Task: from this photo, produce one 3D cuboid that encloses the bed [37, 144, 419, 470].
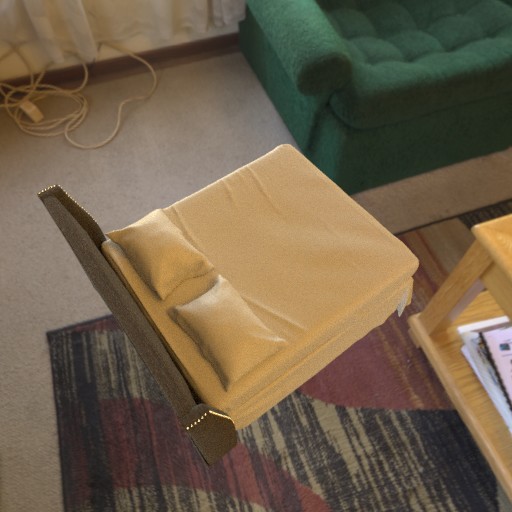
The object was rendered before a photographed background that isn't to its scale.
[{"bbox_3d":[0.000,0.000,3.451,2.276,1.332,1.925,-32,63,-19],"label":"bed"}]
